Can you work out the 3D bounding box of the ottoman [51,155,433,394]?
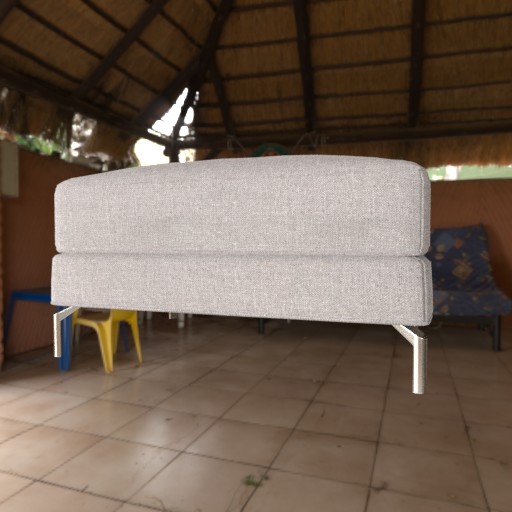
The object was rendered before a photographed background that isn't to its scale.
[{"bbox_3d":[0.000,0.000,1.152,0.838,0.457,0.584,1,2,18],"label":"ottoman"}]
